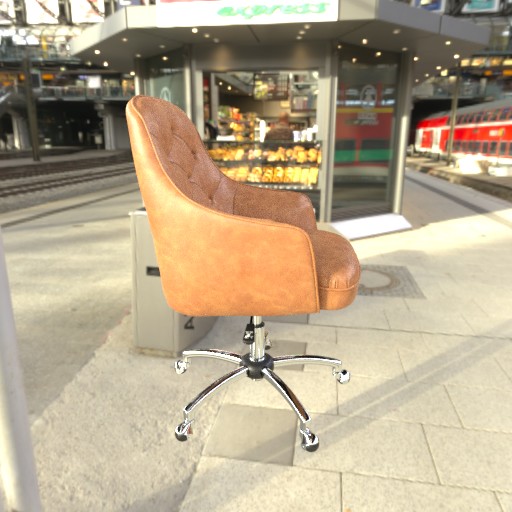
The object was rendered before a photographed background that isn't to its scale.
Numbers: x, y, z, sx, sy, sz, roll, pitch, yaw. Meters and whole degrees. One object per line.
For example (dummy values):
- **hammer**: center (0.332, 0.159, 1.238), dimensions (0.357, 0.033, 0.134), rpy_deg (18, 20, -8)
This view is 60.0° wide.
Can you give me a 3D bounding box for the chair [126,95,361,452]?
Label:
- **chair**: center (0.000, 0.000, 1.334), dimensions (0.615, 0.909, 0.628), rpy_deg (2, 15, 7)
